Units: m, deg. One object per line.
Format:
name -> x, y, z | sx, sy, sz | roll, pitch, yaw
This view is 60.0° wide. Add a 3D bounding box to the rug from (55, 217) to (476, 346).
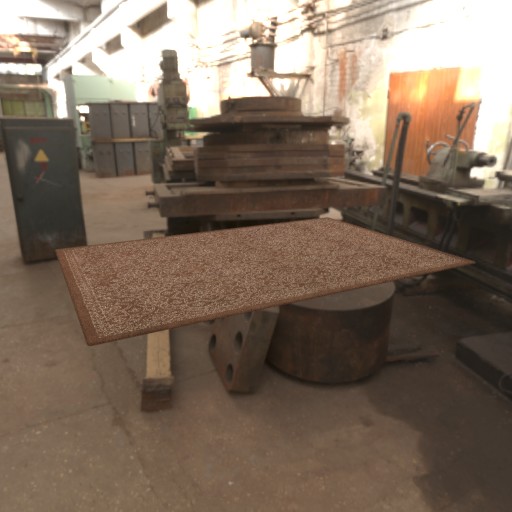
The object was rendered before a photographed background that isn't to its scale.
rug -> 0.000, 0.000, 2.303 | 1.829, 0.010, 1.219 | -9, 19, -27
